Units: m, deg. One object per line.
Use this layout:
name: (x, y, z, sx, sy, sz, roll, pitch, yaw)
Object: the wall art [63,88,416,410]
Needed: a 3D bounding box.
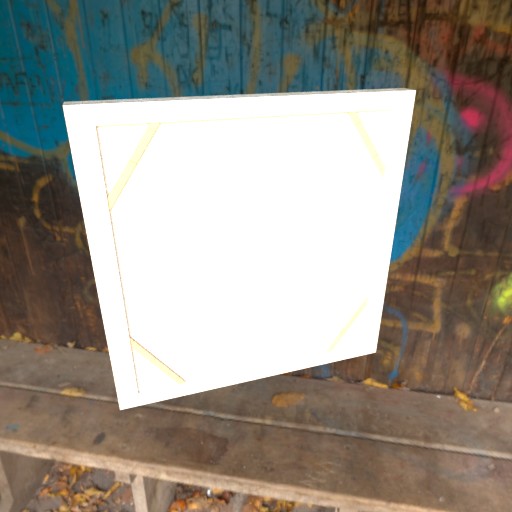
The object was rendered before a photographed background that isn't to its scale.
wall art: (0.000, 0.000, 0.889, 0.610, 0.610, 0.038, -8, 28, -16)
